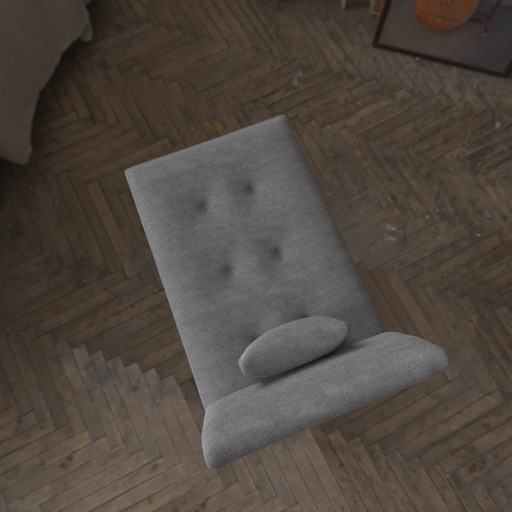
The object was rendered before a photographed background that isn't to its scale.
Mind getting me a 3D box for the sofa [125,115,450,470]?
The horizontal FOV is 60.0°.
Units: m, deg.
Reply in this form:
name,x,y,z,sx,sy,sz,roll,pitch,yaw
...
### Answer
name,x,y,z,sx,sy,sz,roll,pitch,yaw
sofa,0.000,0.000,2.022,0.930,0.820,1.450,-21,76,-5
